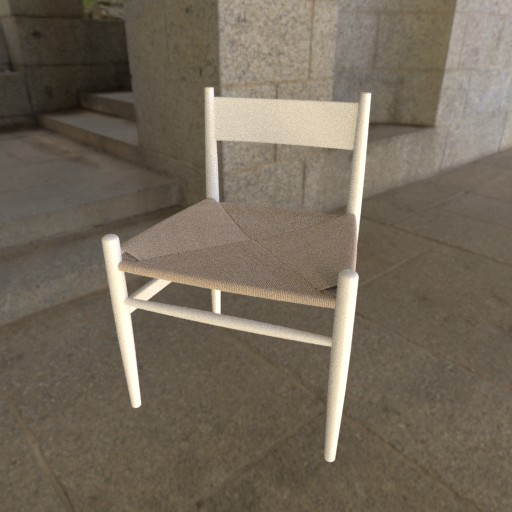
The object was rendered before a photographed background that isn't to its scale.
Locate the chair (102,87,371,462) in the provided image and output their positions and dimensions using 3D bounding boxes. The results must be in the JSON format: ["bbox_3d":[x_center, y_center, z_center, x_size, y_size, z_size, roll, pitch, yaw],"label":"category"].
[{"bbox_3d":[0.000,0.000,1.136,0.556,0.762,0.495,9,27,17],"label":"chair"}]
